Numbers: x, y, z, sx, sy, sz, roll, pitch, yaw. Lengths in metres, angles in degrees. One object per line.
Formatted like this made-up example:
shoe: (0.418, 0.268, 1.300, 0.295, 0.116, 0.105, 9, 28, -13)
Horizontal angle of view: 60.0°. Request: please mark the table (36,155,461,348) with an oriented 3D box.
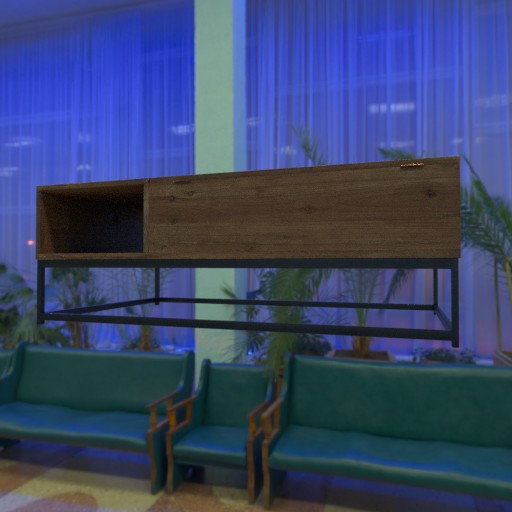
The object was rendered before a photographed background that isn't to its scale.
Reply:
table: (0.000, 0.000, 1.386, 1.101, 0.395, 0.655, 0, -1, 19)
